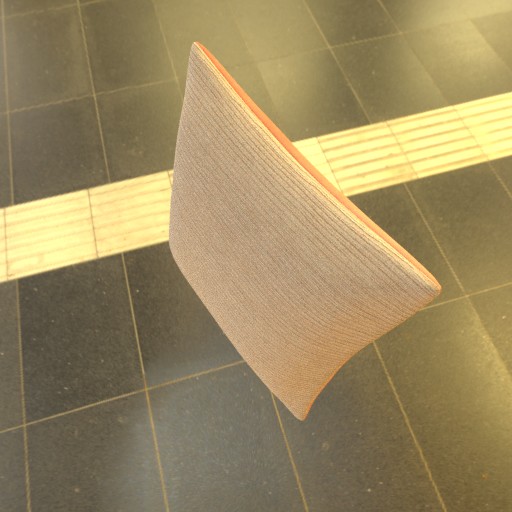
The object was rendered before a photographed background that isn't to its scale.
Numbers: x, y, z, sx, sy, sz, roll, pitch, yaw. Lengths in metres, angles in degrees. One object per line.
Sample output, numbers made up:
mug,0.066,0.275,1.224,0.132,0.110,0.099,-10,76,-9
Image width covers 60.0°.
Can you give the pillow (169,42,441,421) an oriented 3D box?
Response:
pillow,0.000,0.000,0.645,0.177,0.401,0.424,-33,67,-16
